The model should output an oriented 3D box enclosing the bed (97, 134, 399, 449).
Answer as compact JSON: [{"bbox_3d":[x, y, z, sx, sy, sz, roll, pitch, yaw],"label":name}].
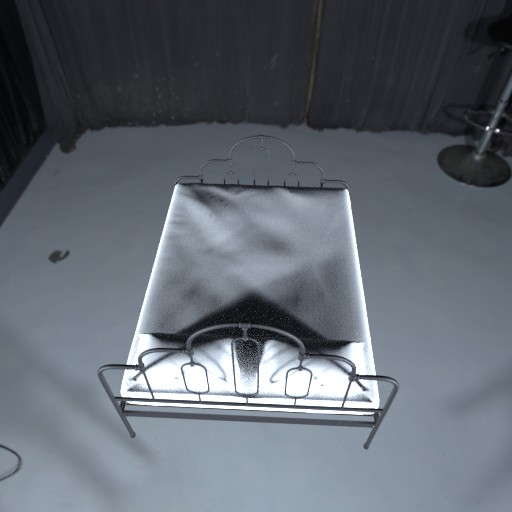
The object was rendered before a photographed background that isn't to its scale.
[{"bbox_3d":[0.000,0.000,3.222,1.640,1.429,2.163,2,47,2],"label":"bed"}]
